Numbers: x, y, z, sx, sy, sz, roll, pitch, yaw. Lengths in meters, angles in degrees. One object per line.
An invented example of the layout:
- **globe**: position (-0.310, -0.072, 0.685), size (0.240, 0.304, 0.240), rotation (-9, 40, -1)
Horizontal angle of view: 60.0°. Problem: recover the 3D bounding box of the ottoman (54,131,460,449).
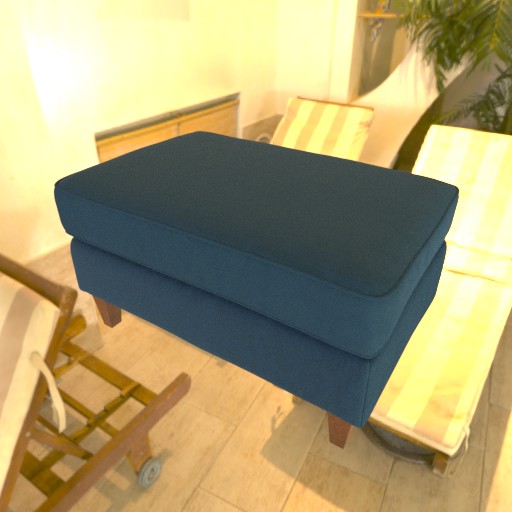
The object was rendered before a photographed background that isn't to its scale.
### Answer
- **ottoman**: position (0.000, 0.000, 1.186), size (0.862, 0.484, 0.583), rotation (19, 36, 28)
